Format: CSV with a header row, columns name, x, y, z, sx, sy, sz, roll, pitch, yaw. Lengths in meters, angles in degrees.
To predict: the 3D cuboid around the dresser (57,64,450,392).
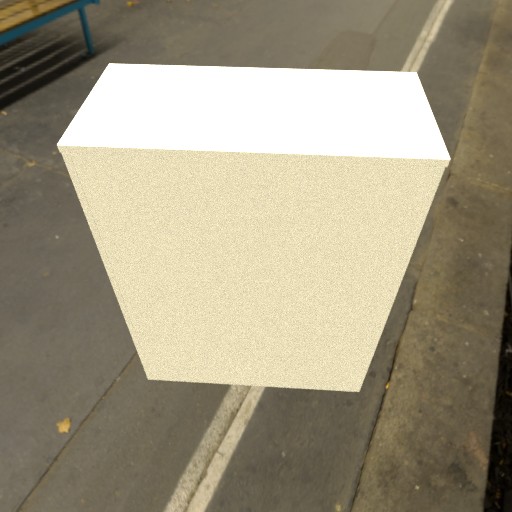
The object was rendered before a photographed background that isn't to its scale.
name,x,y,z,sx,sy,sz,roll,pitch,yaw
dresser,0.000,0.000,1.410,0.800,1.040,0.380,3,48,2
